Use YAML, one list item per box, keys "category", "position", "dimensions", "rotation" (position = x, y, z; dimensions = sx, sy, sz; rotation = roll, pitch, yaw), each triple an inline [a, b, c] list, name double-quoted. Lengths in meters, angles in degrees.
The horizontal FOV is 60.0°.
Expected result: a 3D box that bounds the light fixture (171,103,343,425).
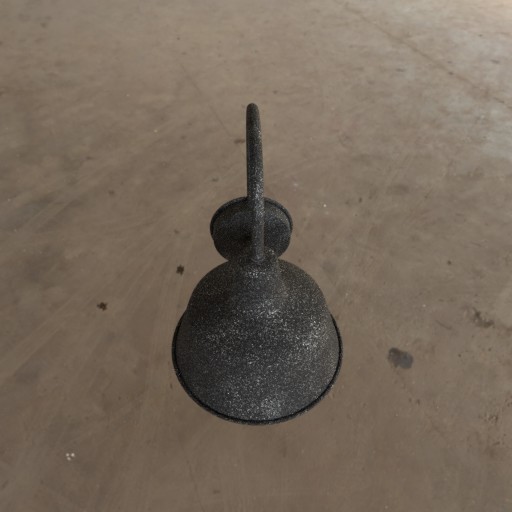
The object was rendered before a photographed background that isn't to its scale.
- category: "light fixture"
  position: [0.000, 0.000, 0.497]
  dimensions: [0.216, 0.300, 0.283]
  rotation: [-2, 47, -2]
